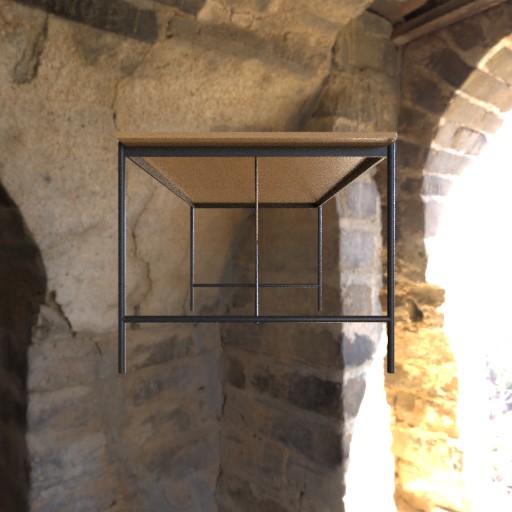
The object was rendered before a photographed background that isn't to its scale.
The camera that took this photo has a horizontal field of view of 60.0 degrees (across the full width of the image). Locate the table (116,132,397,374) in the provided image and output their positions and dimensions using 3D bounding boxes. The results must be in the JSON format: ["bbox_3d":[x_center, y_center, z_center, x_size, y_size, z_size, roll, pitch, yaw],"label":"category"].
[{"bbox_3d":[0.000,0.000,2.246,0.900,0.758,1.800,0,0,0],"label":"table"}]
